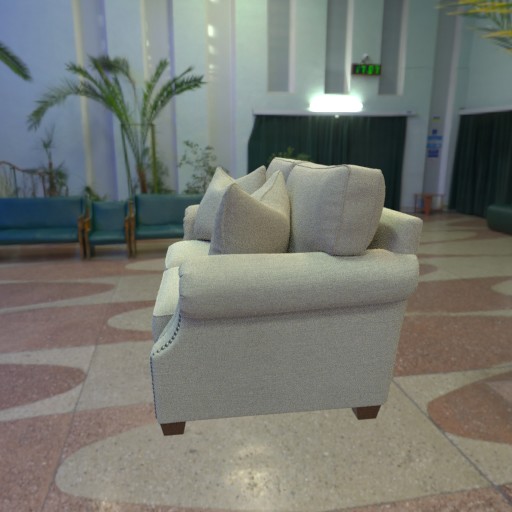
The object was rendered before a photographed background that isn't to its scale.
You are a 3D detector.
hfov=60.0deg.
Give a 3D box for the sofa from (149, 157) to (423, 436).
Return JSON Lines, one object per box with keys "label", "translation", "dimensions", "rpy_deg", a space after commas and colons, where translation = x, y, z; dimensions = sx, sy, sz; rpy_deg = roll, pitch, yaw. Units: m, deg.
{"label": "sofa", "translation": [0.000, 0.000, 2.273], "dimensions": [0.966, 0.966, 1.701], "rpy_deg": [-2, 14, -8]}
